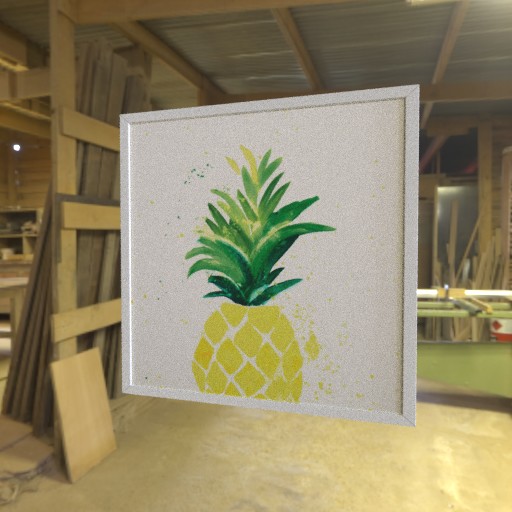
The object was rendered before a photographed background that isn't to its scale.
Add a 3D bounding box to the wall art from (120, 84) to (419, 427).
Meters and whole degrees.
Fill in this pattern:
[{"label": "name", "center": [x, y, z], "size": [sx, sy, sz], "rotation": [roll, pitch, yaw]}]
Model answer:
[{"label": "wall art", "center": [0.000, 0.000, 1.116], "size": [0.763, 0.761, 0.038], "rotation": [1, 2, 17]}]
